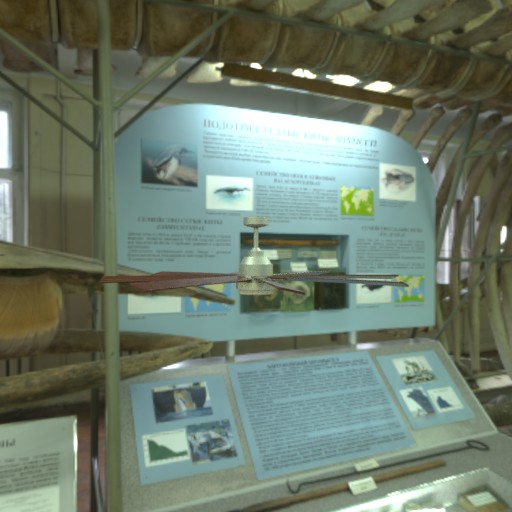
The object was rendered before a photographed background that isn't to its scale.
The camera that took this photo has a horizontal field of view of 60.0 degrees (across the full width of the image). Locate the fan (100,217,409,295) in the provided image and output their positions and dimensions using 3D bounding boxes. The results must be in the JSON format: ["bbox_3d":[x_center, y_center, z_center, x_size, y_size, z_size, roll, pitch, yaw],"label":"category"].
[{"bbox_3d":[0.000,0.000,2.731,1.830,0.472,1.830,0,1,36],"label":"fan"}]
